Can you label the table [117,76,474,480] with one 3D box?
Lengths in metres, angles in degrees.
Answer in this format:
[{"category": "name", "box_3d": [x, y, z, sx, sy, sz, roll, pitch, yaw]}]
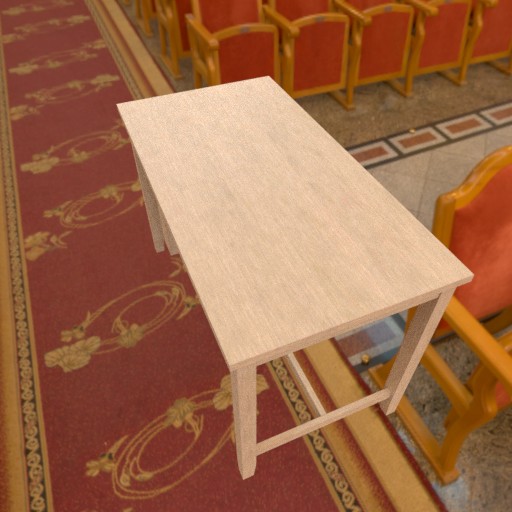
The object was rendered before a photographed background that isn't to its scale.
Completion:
[{"category": "table", "box_3d": [0.000, 0.000, 1.897, 0.729, 0.874, 1.397, -17, 48, -16]}]
